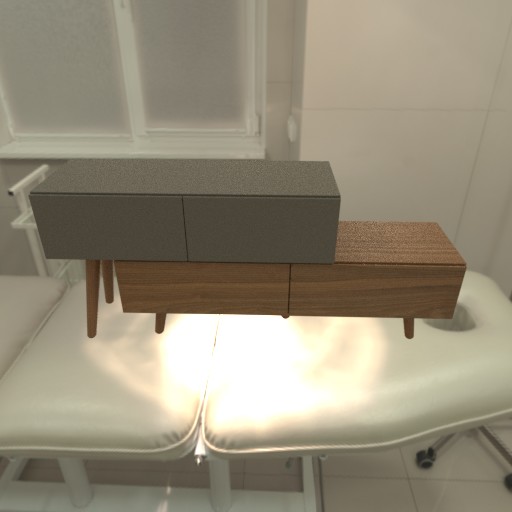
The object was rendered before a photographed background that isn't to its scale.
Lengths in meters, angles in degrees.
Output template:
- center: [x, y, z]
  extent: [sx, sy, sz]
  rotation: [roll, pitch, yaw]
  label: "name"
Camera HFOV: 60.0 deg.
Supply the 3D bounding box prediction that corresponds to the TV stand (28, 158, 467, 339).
- center: [0.000, 0.000, 1.574]
  extent: [1.336, 0.591, 0.329]
  rotation: [1, 30, 2]
  label: "TV stand"
